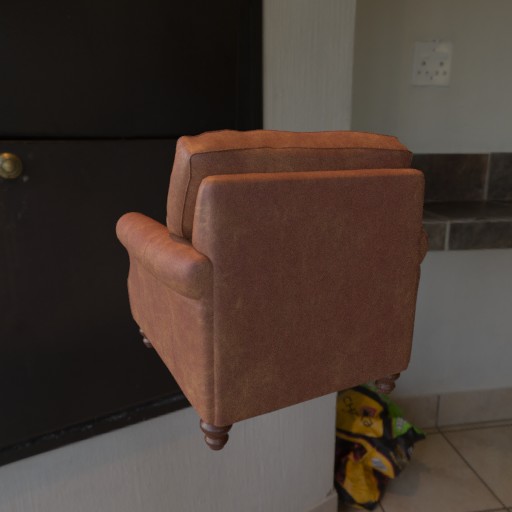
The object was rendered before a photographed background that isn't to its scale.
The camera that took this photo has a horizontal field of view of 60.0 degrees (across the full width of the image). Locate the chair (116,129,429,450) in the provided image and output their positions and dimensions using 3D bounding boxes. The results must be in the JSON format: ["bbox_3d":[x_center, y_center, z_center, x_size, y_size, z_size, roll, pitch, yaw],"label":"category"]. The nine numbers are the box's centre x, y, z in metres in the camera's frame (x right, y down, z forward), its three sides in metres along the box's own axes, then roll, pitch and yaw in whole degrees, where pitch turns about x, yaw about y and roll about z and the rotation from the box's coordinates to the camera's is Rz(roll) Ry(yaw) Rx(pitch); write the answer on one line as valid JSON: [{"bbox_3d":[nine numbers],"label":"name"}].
[{"bbox_3d":[0.000,0.000,1.784,0.983,0.962,0.986,-7,16,-26],"label":"chair"}]
